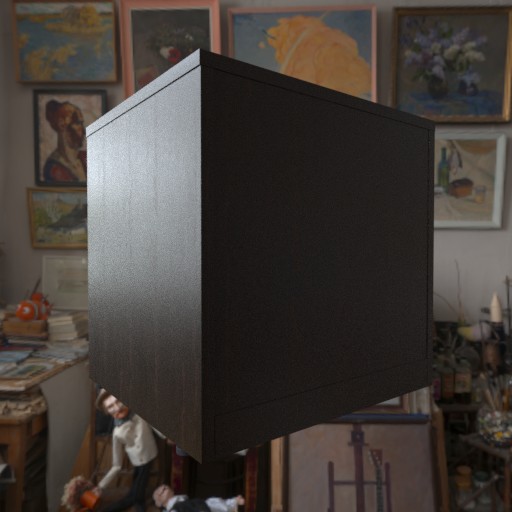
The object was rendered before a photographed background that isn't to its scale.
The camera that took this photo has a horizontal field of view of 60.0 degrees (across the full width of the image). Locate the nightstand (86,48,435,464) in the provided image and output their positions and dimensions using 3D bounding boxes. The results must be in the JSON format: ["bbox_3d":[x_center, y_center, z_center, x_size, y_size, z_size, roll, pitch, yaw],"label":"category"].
[{"bbox_3d":[0.000,0.000,0.826,0.489,0.487,0.427,-1,2,-37],"label":"nightstand"}]
